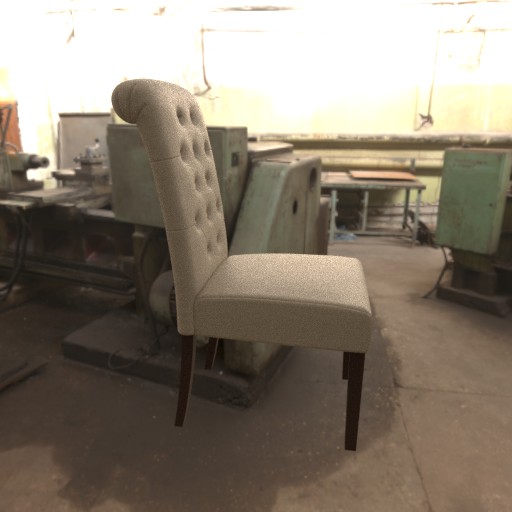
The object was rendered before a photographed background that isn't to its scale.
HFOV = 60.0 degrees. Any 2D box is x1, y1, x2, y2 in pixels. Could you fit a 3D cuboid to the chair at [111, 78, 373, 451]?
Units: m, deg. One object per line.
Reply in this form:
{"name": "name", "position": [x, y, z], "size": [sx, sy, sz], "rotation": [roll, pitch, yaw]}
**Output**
{"name": "chair", "position": [0.000, 0.000, 1.352], "size": [0.671, 1.006, 0.456], "rotation": [3, 17, 9]}
